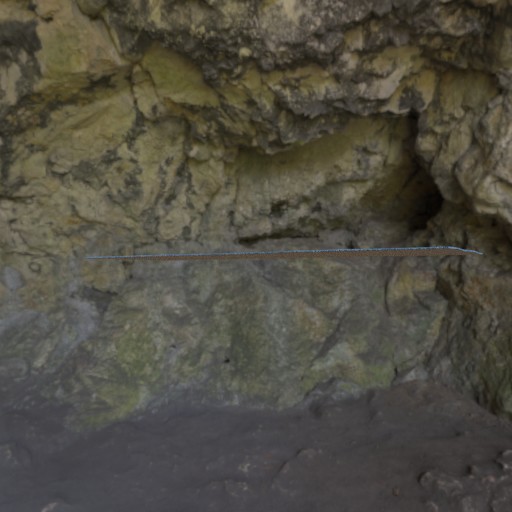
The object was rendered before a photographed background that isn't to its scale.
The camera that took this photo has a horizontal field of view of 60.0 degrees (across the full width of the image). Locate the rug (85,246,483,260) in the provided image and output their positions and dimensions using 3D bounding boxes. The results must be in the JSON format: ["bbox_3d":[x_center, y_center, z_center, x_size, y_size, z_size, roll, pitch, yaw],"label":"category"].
[{"bbox_3d":[0.000,0.000,2.781,2.459,0.010,0.801,-1,-2,36],"label":"rug"}]
